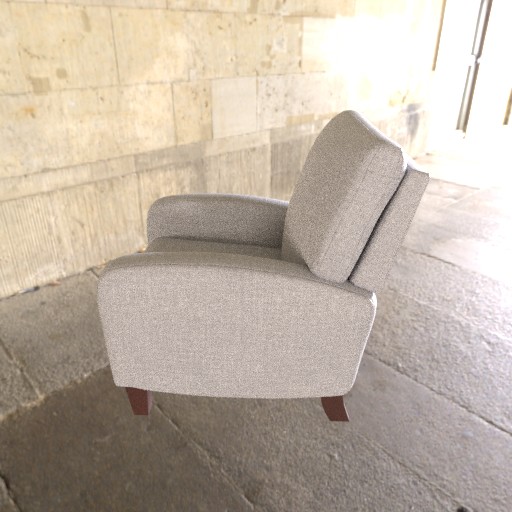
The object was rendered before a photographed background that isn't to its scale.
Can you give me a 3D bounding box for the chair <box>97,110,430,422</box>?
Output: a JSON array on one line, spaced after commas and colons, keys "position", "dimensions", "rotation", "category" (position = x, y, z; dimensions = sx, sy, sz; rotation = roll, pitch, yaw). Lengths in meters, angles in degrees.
[{"position": [0.000, 0.000, 1.676], "dimensions": [0.990, 0.990, 0.762], "rotation": [1, 26, 2], "category": "chair"}]
